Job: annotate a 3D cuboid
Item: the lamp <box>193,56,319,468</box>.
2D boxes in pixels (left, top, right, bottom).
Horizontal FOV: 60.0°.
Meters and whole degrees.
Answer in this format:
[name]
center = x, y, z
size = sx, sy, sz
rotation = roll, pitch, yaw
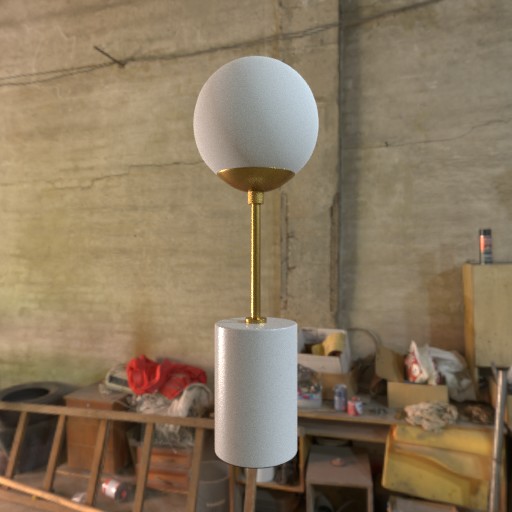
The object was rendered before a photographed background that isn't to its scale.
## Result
[lamp]
center = 0.000, 0.000, 0.549
size = 0.153, 0.480, 0.153
rotation = 0, 0, 0
